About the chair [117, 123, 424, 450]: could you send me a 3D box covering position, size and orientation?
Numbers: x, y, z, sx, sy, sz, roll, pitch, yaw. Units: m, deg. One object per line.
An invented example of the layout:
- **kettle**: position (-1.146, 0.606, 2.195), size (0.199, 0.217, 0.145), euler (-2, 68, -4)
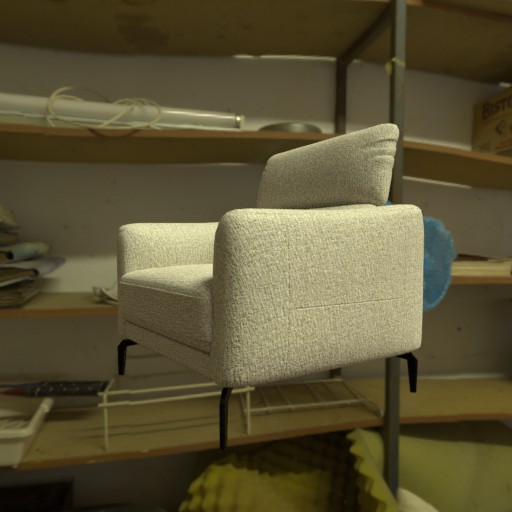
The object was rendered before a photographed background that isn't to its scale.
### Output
- **chair**: position (0.000, 0.000, 1.676), size (0.835, 0.967, 0.972), euler (-1, 1, -35)
